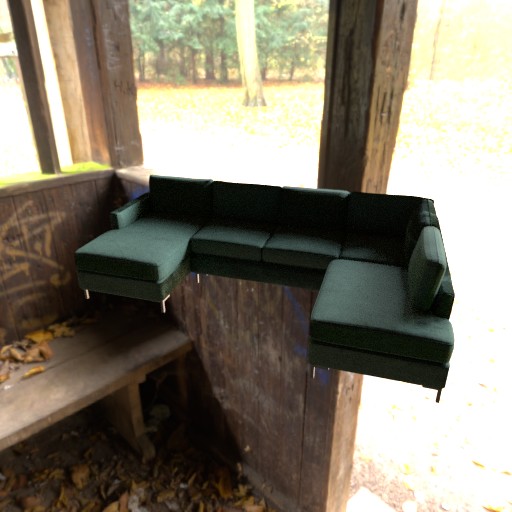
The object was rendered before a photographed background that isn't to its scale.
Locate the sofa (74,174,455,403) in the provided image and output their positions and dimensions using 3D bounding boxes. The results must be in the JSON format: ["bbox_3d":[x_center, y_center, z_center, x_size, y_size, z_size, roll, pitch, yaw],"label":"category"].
[{"bbox_3d":[0.000,0.000,4.306,3.434,0.992,2.055,7,26,15],"label":"sofa"}]
